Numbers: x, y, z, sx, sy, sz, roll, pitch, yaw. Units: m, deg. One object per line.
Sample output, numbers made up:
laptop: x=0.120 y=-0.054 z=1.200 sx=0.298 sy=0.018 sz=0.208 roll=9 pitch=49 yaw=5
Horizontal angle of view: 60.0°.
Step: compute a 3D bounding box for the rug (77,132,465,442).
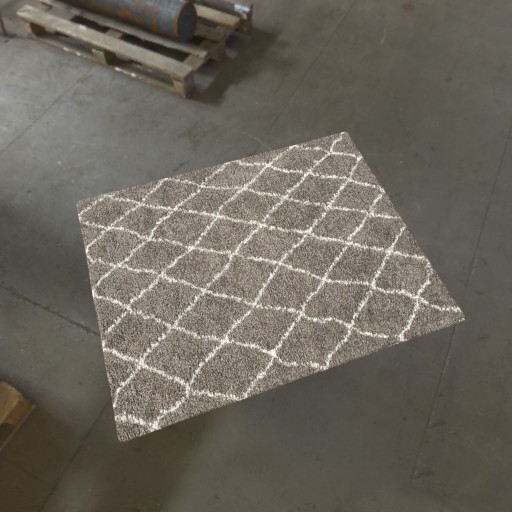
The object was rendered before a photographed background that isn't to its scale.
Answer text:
rug: x=0.000 y=0.000 z=4.205 sx=3.047 sy=0.029 sz=2.438 roll=-17 pitch=60 yaw=-10
